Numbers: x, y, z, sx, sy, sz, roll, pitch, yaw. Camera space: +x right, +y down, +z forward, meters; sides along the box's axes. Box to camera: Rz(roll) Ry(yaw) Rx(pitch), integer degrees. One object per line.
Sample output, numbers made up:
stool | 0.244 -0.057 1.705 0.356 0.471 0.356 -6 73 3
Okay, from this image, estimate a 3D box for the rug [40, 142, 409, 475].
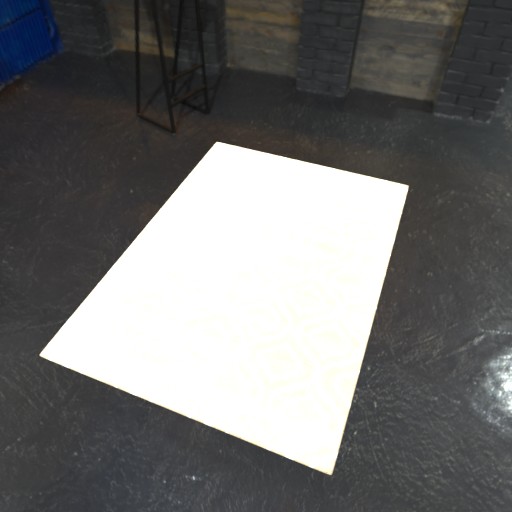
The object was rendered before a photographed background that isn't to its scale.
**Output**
rug | 0.000 0.000 4.331 2.438 0.010 3.353 16 49 15
